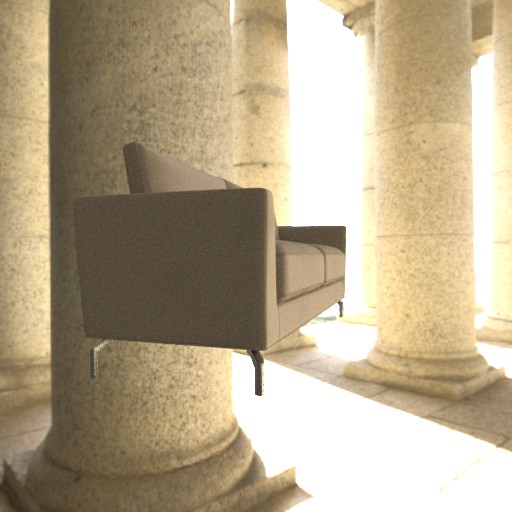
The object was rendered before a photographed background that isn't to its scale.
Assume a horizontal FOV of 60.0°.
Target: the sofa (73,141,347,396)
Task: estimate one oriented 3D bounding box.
[{"bbox_3d":[0.000,0.000,2.733,0.868,1.005,2.214,0,0,19],"label":"sofa"}]
